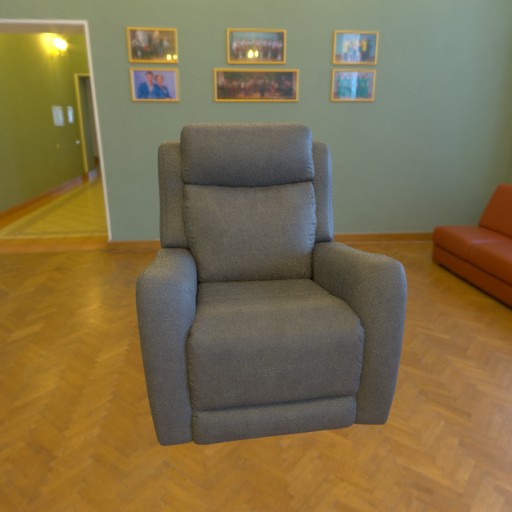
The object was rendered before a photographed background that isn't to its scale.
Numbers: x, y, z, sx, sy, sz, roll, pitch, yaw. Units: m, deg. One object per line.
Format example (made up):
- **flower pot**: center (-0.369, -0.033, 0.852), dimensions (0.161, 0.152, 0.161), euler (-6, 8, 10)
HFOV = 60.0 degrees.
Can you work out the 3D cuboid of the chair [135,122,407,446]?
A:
- **chair**: center (0.000, 0.000, 1.955), dimensions (0.967, 1.116, 1.068), euler (-2, 18, -7)
